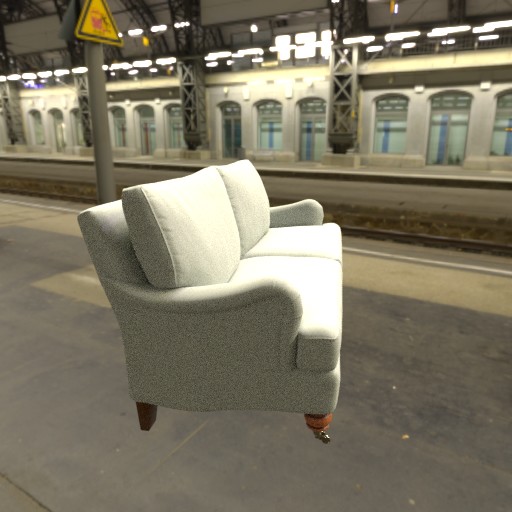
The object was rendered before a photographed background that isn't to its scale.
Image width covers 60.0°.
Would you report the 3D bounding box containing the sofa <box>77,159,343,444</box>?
[{"bbox_3d":[0.000,0.000,2.767,1.069,1.096,2.193,3,16,10],"label":"sofa"}]
